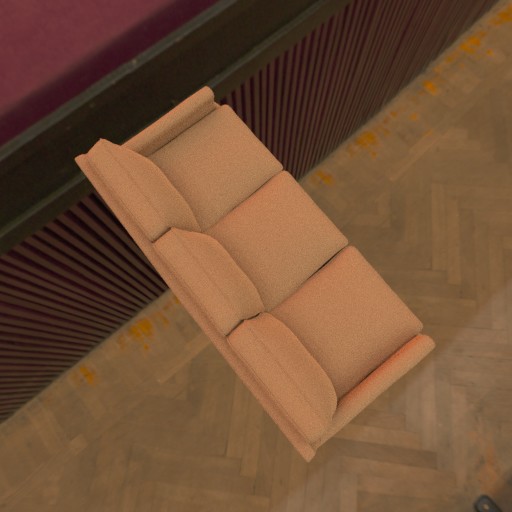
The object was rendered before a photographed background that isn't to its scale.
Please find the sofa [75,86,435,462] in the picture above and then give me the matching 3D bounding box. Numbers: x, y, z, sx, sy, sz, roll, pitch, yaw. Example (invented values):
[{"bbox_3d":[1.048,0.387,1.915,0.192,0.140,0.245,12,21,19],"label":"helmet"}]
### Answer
[{"bbox_3d":[0.000,0.000,2.864,1.084,1.003,2.246,-38,79,-9],"label":"sofa"}]
